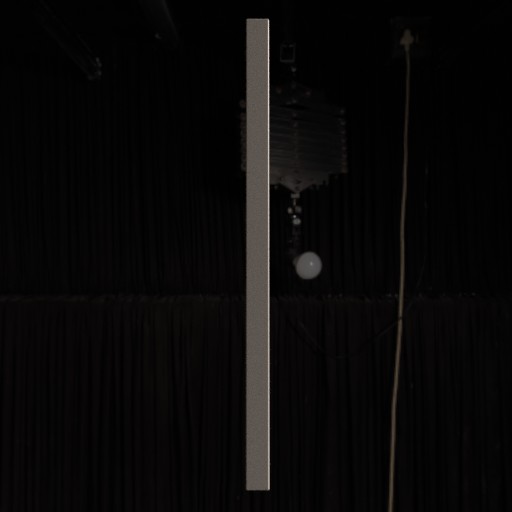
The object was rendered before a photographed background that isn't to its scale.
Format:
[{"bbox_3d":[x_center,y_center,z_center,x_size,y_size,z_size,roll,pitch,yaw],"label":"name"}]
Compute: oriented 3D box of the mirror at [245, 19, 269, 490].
[{"bbox_3d":[0.000,0.000,0.921,0.039,0.710,0.507,0,-2,0],"label":"mirror"}]
